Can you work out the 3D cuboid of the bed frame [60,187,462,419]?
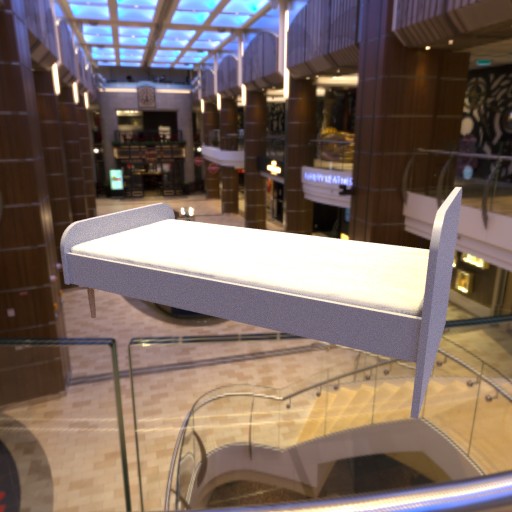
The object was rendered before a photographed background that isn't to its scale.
[{"bbox_3d":[0.000,0.000,2.483,1.963,0.805,0.998,8,18,27],"label":"bed frame"}]
